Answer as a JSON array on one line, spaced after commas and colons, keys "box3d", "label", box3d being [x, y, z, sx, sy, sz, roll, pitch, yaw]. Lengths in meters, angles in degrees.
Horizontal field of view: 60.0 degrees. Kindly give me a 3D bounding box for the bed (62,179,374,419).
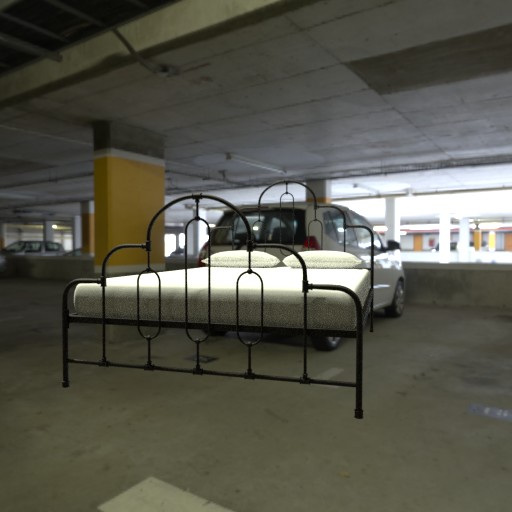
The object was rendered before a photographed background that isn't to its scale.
[{"box3d": [0.000, 0.000, 3.257, 1.640, 1.429, 2.163, 0, 1, 16], "label": "bed"}]
